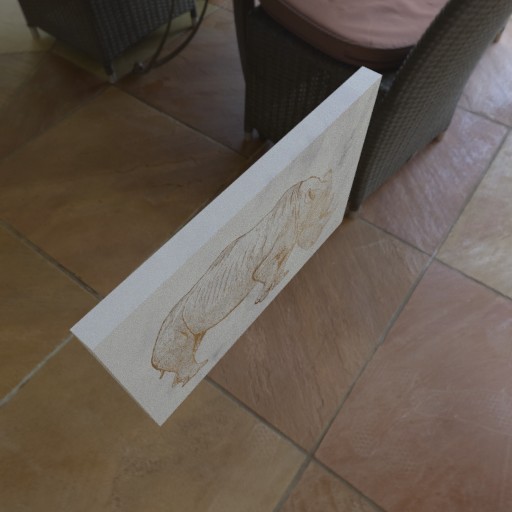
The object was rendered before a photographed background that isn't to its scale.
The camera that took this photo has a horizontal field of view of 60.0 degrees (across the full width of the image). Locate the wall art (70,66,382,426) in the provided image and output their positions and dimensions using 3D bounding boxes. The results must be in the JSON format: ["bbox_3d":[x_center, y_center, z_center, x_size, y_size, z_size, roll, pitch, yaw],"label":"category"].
[{"bbox_3d":[0.000,0.000,0.784,0.038,0.407,0.609,35,64,20],"label":"wall art"}]
